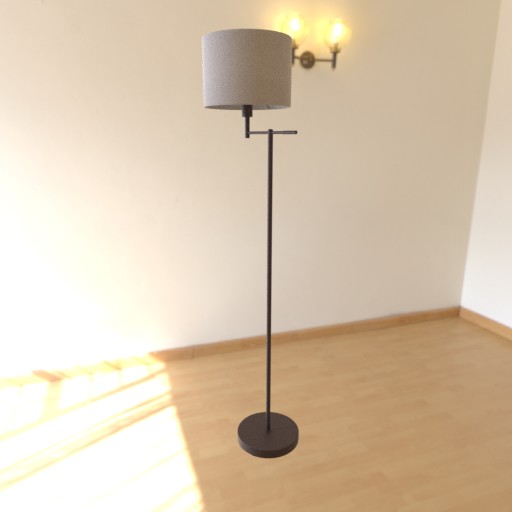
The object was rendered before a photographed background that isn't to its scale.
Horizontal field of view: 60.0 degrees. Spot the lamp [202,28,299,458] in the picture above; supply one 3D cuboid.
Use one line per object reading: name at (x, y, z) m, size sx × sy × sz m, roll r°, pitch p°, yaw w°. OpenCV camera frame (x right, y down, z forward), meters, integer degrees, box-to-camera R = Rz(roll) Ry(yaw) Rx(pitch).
lamp at (0.000, 0.000, 1.772) m, size 0.324 × 1.600 × 0.416 m, roll -14°, pitch 21°, yaw -43°
